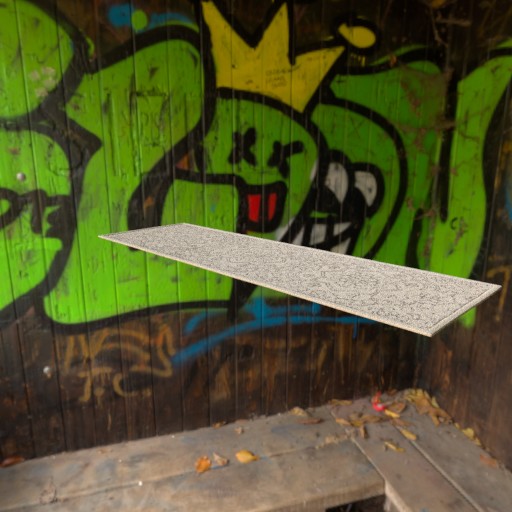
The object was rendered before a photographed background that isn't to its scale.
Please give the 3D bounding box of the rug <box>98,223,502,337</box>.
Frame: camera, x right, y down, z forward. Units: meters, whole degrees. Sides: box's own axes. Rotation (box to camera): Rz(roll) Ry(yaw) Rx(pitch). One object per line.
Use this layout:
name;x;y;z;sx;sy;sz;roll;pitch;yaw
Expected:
rug;0.000;0.000;2.614;2.448;0.012;0.769;13;19;43
